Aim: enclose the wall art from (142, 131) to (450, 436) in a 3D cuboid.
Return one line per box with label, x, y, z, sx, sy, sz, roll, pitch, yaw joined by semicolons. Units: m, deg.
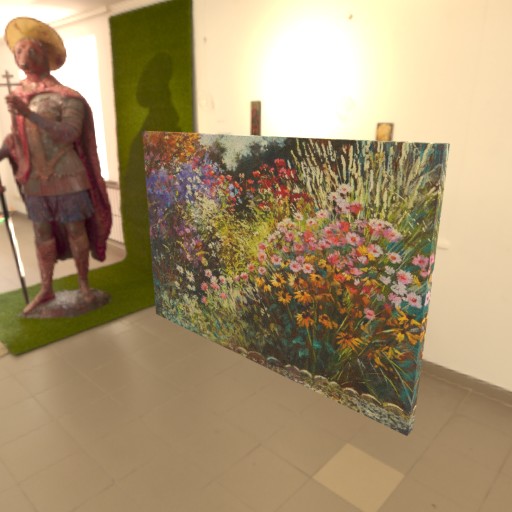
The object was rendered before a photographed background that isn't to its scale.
wall art;0.000;0.000;1.451;1.136;0.760;0.042;16;23;40
